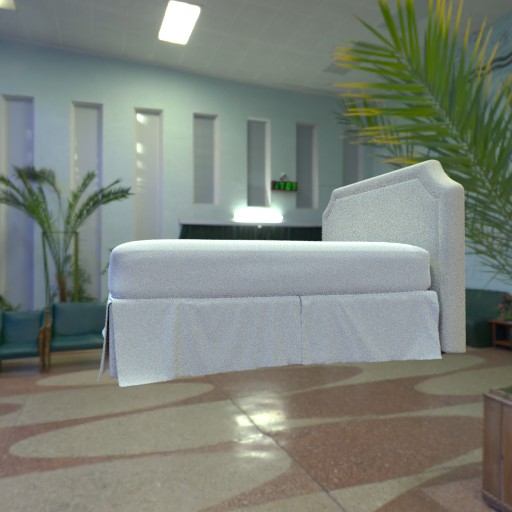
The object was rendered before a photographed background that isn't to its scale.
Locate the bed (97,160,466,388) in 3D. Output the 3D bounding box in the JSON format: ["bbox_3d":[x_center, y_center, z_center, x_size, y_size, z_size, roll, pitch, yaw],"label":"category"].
[{"bbox_3d":[0.000,0.000,3.306,2.209,1.296,1.827,0,0,-17],"label":"bed"}]
